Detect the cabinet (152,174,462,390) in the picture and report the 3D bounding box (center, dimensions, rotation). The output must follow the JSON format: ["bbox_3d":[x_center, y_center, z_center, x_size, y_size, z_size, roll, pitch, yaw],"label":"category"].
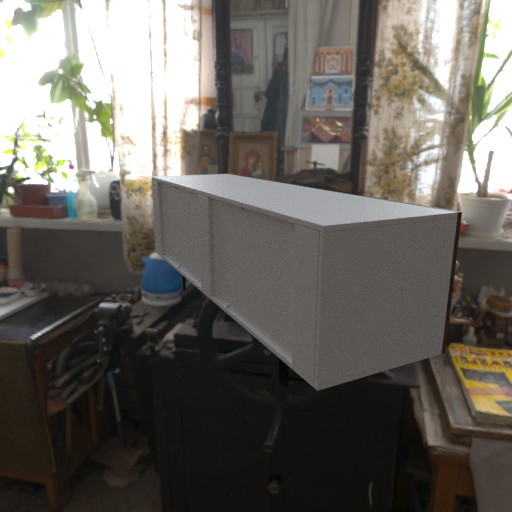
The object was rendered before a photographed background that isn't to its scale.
[{"bbox_3d":[0.000,0.000,1.759,0.431,0.533,1.499,-7,16,-26],"label":"cabinet"}]
